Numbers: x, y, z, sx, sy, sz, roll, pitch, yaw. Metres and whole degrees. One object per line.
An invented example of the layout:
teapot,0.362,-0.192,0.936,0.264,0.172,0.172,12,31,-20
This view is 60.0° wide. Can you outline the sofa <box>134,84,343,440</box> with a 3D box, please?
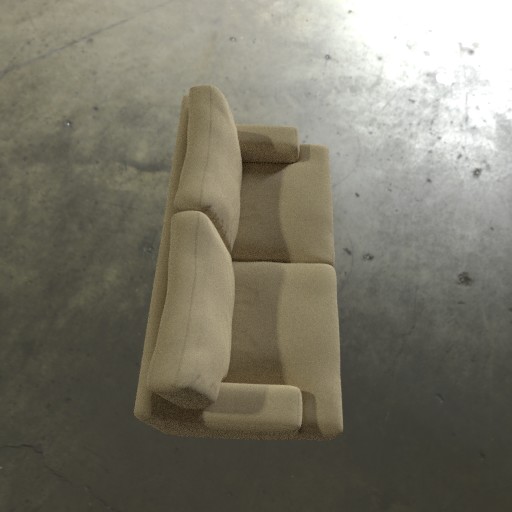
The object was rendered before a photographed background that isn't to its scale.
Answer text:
sofa,0.000,0.000,2.522,0.962,0.967,1.885,2,63,1
